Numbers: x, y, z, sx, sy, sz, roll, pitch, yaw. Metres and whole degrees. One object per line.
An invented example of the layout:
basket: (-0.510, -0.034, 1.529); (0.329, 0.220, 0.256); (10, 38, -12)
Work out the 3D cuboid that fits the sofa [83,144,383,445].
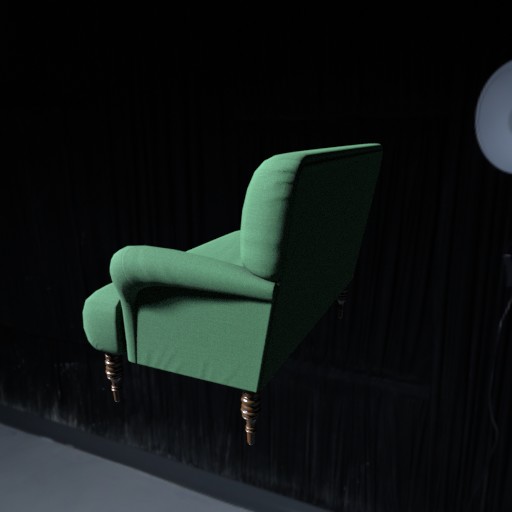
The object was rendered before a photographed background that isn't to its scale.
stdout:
sofa: (0.000, 0.000, 1.837); (0.779, 0.889, 1.297); (7, 17, 24)
